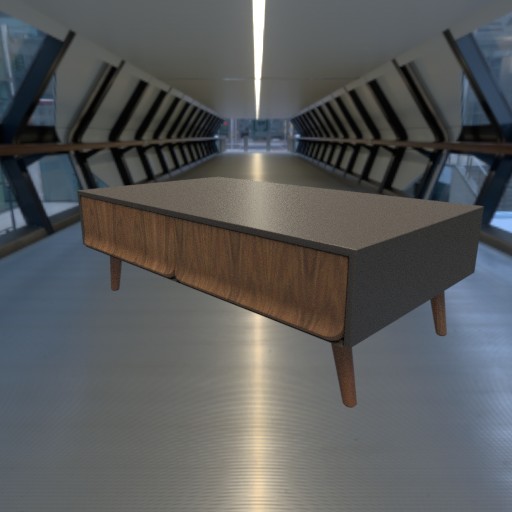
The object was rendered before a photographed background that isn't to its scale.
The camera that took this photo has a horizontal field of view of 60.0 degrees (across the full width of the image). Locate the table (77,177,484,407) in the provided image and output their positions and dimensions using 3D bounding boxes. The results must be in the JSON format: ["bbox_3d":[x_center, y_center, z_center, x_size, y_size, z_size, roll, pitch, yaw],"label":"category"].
[{"bbox_3d":[0.000,0.000,1.531,1.201,0.404,0.703,15,22,42],"label":"table"}]
